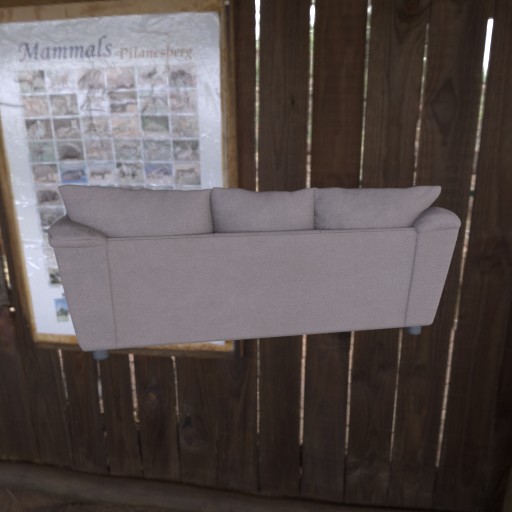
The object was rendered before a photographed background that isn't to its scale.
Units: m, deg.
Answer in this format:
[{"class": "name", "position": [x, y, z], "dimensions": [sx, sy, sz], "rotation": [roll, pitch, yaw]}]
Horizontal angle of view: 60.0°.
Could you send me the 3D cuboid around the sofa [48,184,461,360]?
[{"class": "sofa", "position": [0.000, 0.000, 2.831], "dimensions": [2.377, 0.981, 0.893], "rotation": [-2, 14, -10]}]
